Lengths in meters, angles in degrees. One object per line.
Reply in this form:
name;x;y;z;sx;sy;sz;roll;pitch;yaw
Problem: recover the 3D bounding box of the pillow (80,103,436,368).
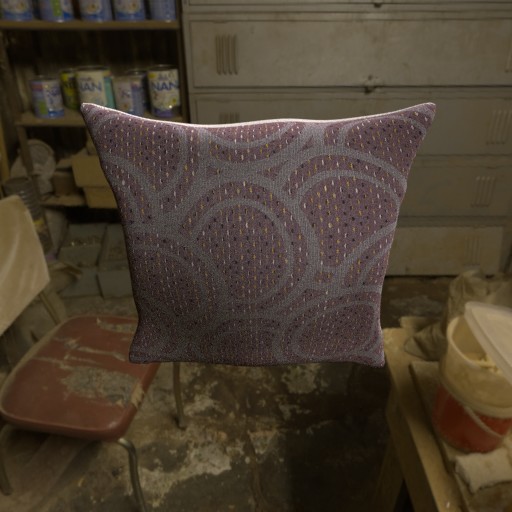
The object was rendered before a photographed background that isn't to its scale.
pillow;0.000;0.000;0.767;0.514;0.513;0.163;1;31;1
